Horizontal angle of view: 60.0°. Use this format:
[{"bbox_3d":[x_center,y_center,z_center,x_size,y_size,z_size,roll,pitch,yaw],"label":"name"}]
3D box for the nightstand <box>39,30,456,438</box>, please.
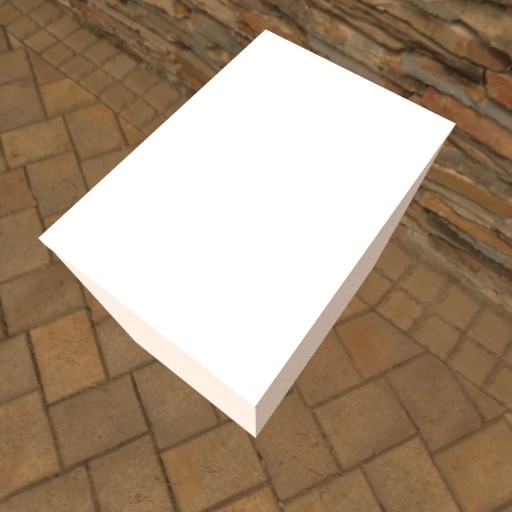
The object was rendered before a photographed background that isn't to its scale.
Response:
[{"bbox_3d":[0.000,0.000,0.753,0.325,0.460,0.441,34,68,15],"label":"nightstand"}]
